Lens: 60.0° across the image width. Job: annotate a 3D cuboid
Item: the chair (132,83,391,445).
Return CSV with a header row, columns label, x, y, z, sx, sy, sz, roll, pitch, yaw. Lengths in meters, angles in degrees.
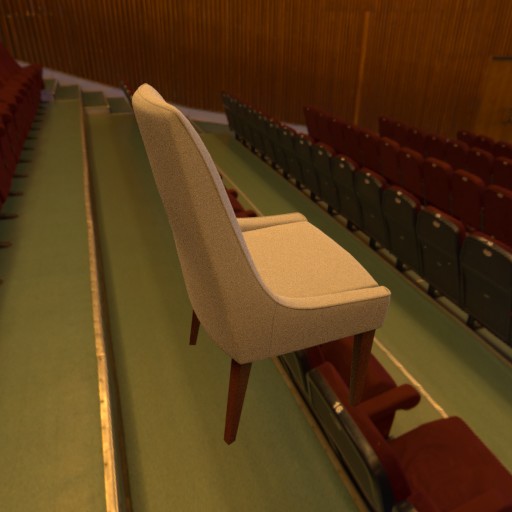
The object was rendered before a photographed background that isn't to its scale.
label,x,y,z,sx,sy,sz,roll,pitch,yaw
chair,0.000,0.000,1.200,0.544,0.861,0.529,-10,30,-18
